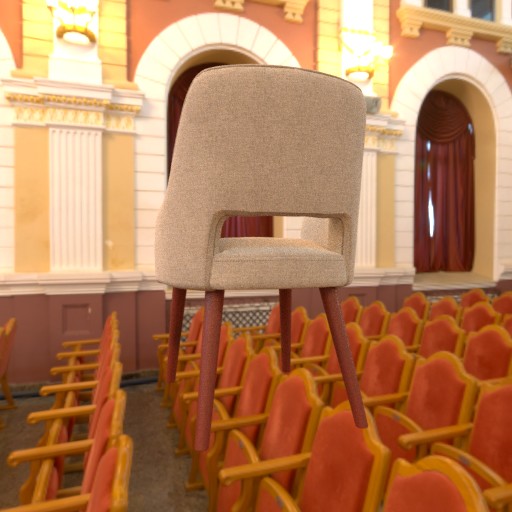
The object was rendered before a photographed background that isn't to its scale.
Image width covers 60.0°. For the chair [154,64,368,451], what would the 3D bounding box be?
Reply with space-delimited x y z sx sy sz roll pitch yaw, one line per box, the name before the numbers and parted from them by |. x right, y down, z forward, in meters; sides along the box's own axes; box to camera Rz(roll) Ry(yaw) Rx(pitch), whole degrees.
chair | 0.000 0.000 1.268 0.548 0.849 0.605 0 1 -18
